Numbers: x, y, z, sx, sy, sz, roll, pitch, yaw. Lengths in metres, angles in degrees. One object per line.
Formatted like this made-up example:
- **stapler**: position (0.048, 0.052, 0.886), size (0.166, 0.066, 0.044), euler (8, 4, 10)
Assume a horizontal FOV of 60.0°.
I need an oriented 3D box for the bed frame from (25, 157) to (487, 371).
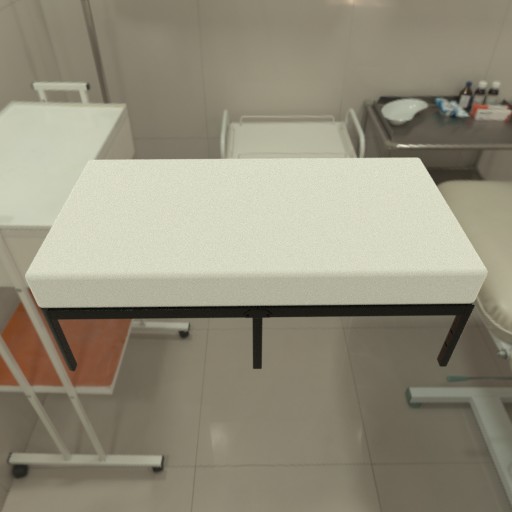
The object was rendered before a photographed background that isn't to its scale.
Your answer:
- **bed frame**: position (0.000, 0.000, 2.431), size (1.950, 0.659, 1.023), euler (-1, 41, -1)
